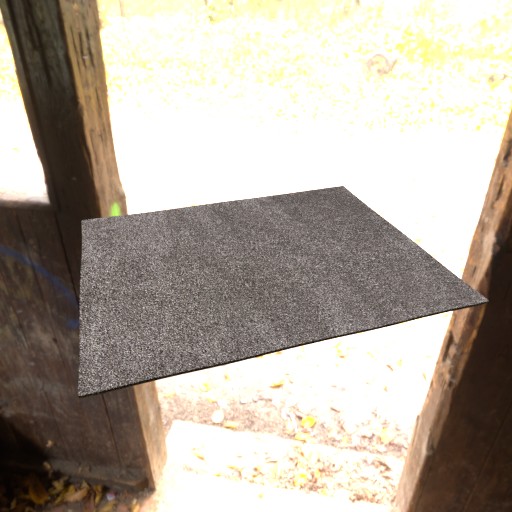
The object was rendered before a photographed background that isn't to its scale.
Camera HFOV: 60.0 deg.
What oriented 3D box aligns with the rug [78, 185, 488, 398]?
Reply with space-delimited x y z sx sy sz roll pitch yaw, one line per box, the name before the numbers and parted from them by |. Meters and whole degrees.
rug | 0.000 0.000 3.989 3.000 0.025 2.401 -10 33 -15
